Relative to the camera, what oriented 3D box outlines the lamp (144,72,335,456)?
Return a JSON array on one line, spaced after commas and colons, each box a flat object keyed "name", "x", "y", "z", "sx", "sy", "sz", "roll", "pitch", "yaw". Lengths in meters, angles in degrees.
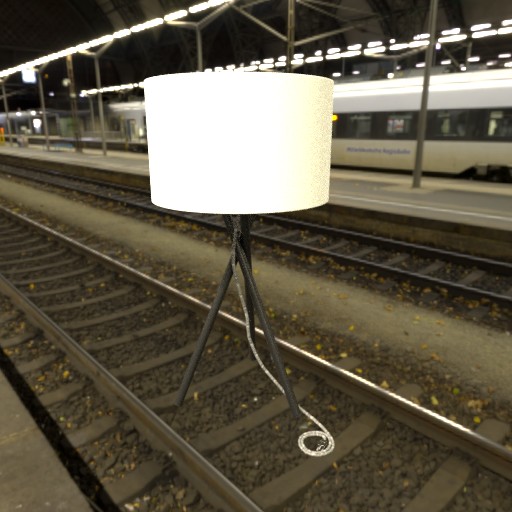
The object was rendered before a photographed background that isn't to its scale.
[{"name": "lamp", "x": 0.000, "y": 0.000, "z": 0.920, "sx": 0.422, "sy": 0.674, "sz": 0.353, "roll": 8, "pitch": 18, "yaw": 25}]
